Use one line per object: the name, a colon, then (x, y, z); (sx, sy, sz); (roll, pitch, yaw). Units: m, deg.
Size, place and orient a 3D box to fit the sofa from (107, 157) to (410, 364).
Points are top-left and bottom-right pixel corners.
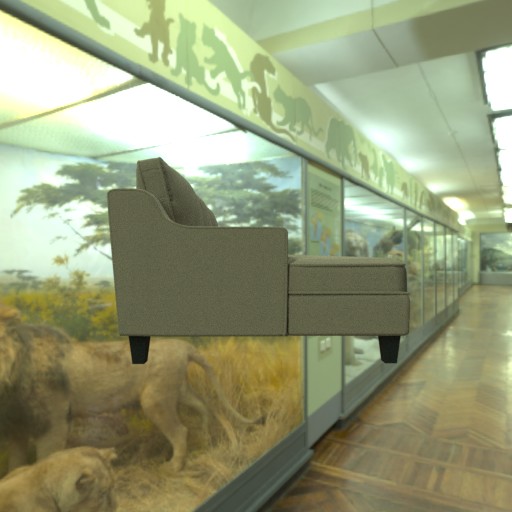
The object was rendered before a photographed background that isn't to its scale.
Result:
sofa: (0.000, 0.000, 3.134); (1.294, 0.928, 2.561); (0, 0, -1)
